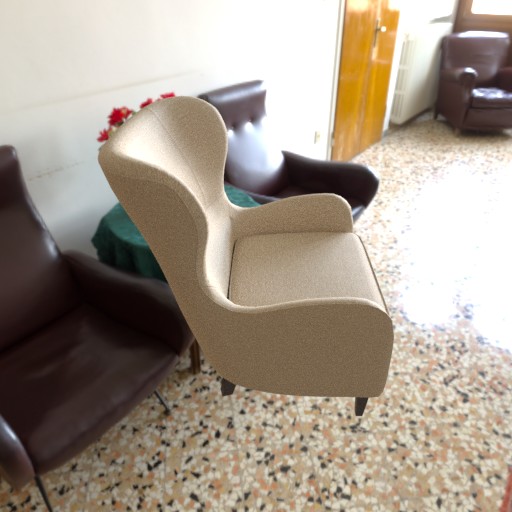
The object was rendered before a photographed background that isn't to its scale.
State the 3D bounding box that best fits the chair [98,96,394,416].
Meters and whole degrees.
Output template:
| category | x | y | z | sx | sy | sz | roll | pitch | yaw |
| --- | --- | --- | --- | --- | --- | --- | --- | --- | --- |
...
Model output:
| category | x | y | z | sx | sy | sz | roll | pitch | yaw |
| --- | --- | --- | --- | --- | --- | --- | --- | --- | --- |
| chair | 0.000 | 0.000 | 1.770 | 0.984 | 1.064 | 0.861 | 1 | 32 | 1 |
